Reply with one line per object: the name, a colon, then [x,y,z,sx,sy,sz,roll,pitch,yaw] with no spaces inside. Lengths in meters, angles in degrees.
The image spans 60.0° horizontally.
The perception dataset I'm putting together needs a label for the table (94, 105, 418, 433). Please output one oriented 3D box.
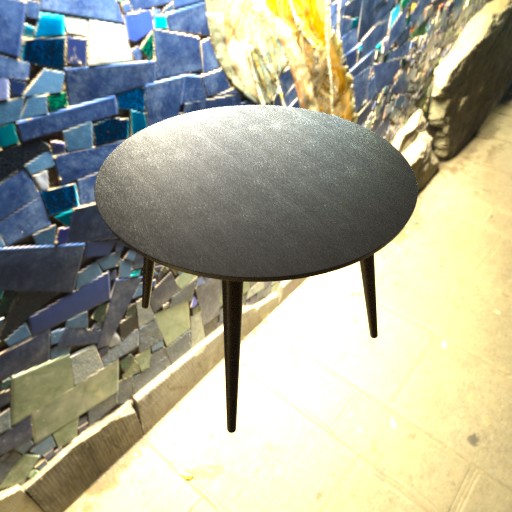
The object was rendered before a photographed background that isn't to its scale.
table: [0.000,0.000,1.754,1.053,0.786,1.053,0,41,0]
